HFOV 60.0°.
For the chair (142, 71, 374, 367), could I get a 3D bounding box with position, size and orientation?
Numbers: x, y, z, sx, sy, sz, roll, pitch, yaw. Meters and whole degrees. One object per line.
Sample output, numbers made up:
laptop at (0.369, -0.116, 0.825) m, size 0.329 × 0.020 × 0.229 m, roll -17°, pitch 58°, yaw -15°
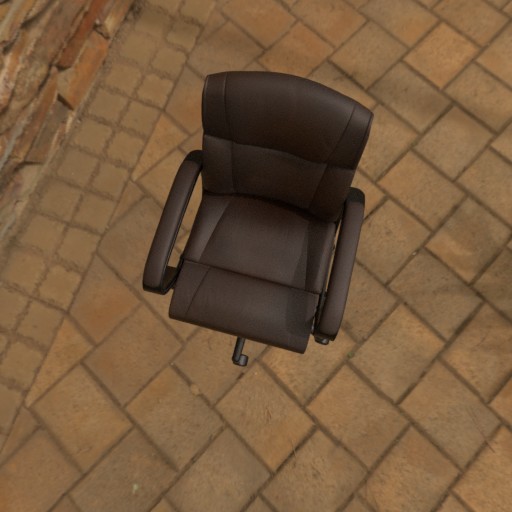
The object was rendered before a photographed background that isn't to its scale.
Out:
chair at (0.000, 0.000, 1.495) m, size 0.739 × 1.004 × 0.717 m, roll 15°, pitch 76°, yaw 4°
